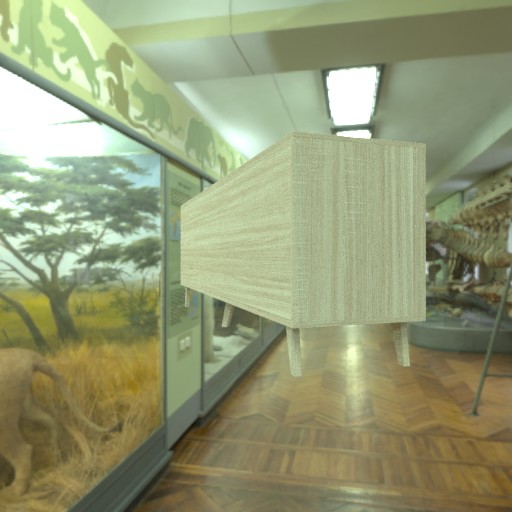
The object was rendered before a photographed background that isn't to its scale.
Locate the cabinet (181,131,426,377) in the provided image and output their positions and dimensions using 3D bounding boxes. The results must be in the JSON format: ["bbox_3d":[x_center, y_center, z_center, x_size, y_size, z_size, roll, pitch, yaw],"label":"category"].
[{"bbox_3d":[0.000,0.000,2.499,0.500,0.780,2.200,0,0,-19],"label":"cabinet"}]
